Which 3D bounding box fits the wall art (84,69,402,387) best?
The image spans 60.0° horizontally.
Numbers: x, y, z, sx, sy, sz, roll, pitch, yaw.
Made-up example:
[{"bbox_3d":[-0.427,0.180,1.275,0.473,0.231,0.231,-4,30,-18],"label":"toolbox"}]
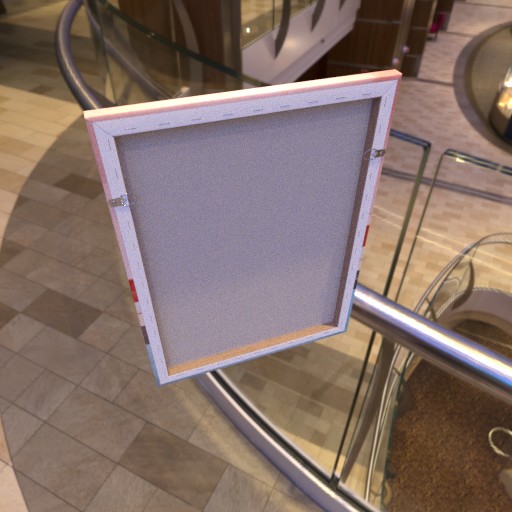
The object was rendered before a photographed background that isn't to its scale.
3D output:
[{"bbox_3d":[0.000,0.000,1.358,0.761,1.016,0.039,-13,43,-14],"label":"wall art"}]
